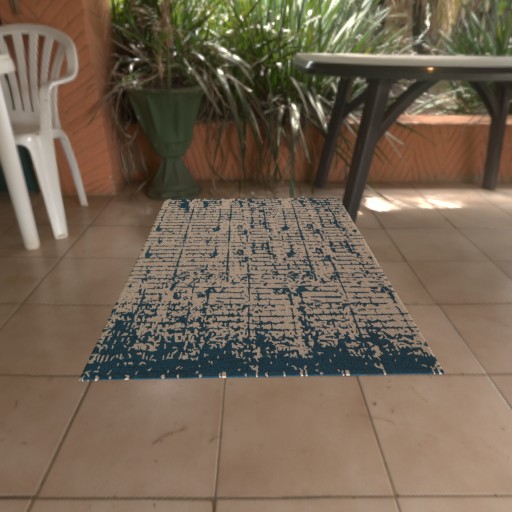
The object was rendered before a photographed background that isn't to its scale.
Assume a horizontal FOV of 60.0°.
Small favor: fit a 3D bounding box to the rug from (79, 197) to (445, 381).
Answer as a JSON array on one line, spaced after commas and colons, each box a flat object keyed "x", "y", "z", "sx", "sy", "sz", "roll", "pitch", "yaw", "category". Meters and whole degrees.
[{"x": 0.000, "y": 0.000, "z": 2.295, "sx": 1.220, "sy": 0.007, "sz": 1.828, "roll": -1, "pitch": 26, "yaw": -1, "category": "rug"}]
